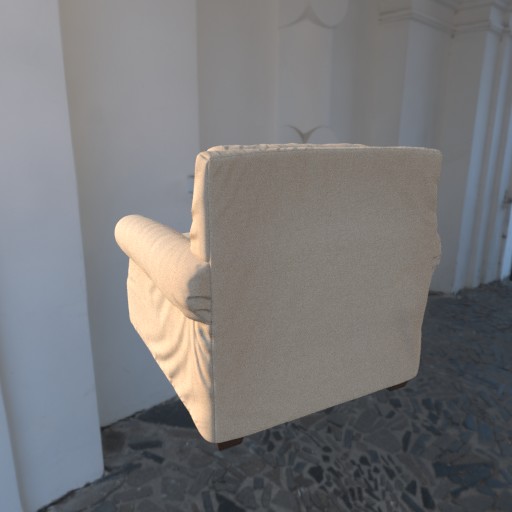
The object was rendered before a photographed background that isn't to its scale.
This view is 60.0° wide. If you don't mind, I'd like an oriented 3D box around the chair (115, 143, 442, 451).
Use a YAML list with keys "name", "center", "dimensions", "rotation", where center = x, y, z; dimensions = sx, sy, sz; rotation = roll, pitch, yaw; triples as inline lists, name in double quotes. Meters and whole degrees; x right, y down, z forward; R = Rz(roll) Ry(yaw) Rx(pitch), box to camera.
- name: "chair"
  center: [0.000, 0.000, 1.742]
  dimensions: [0.940, 0.866, 1.066]
  rotation: [-8, 17, -27]
